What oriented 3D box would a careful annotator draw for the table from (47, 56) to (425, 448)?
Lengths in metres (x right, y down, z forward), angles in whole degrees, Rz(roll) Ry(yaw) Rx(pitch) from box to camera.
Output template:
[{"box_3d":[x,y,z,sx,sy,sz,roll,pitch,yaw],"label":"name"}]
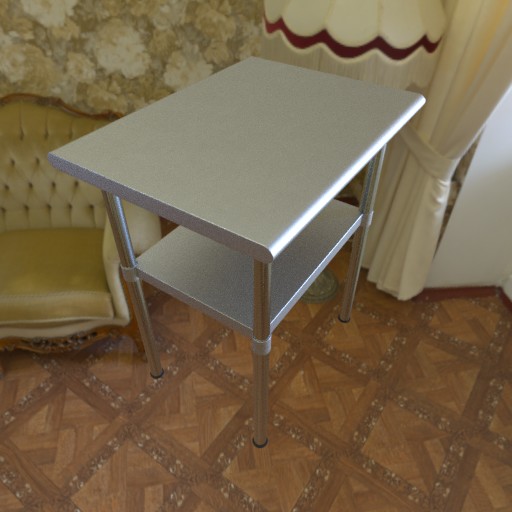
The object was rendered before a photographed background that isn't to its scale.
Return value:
[{"box_3d":[0.000,0.000,1.358,0.584,0.876,0.762,24,47,25],"label":"table"}]
